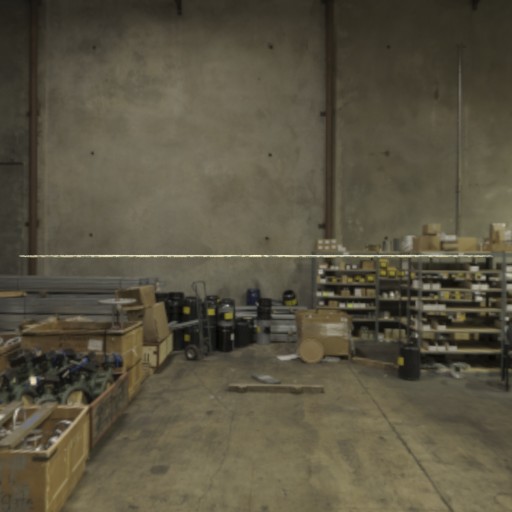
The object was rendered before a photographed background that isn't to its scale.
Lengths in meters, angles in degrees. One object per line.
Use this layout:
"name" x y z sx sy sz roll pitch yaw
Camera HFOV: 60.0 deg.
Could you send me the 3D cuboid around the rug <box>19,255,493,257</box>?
"rug" 0.000 0.000 3.003 2.410 0.011 1.539 0 0 1
